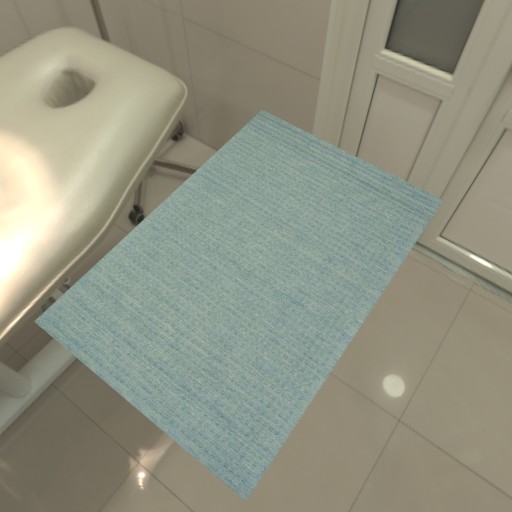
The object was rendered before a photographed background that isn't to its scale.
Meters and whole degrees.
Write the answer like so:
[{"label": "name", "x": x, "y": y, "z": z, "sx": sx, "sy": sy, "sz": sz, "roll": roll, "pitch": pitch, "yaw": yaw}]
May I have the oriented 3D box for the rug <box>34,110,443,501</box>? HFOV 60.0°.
[{"label": "rug", "x": 0.000, "y": 0.000, "z": 3.616, "sx": 1.982, "sy": 0.006, "sz": 2.895, "roll": 32, "pitch": 64, "yaw": 18}]
